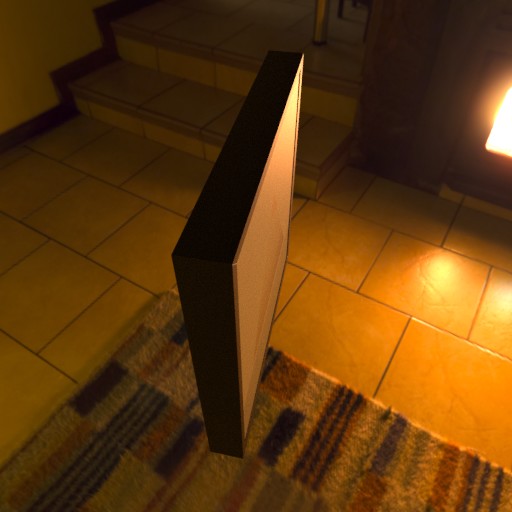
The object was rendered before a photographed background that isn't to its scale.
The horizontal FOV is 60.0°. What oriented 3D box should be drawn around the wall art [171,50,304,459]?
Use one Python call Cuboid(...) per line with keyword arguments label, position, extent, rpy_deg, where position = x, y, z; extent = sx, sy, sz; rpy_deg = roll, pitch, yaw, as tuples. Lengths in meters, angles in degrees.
Cuboid(label="wall art", position=(0.000, 0.000, 0.466), extent=(0.037, 0.303, 0.304), rpy_deg=(9, 47, 8))
